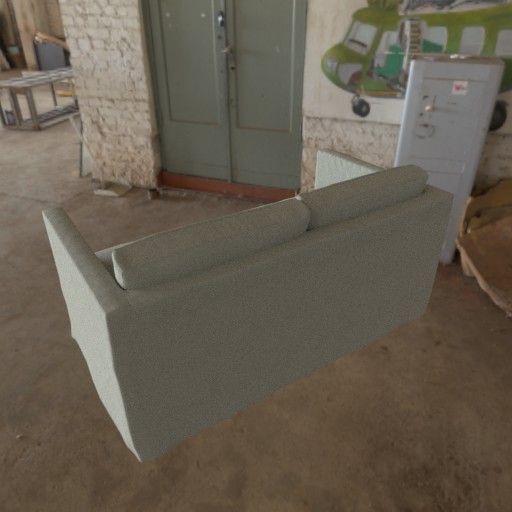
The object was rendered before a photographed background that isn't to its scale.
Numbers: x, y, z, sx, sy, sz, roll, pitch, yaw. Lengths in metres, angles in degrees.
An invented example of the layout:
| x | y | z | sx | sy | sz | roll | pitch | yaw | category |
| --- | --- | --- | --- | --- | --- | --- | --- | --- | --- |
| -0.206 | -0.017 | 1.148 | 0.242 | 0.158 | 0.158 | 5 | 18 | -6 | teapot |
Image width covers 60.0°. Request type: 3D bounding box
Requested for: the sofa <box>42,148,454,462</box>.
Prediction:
| x | y | z | sx | sy | sz | roll | pitch | yaw | category |
| --- | --- | --- | --- | --- | --- | --- | --- | --- | --- |
| 0.000 | 0.000 | 2.191 | 1.727 | 0.830 | 0.944 | -19 | 35 | -29 | sofa |
